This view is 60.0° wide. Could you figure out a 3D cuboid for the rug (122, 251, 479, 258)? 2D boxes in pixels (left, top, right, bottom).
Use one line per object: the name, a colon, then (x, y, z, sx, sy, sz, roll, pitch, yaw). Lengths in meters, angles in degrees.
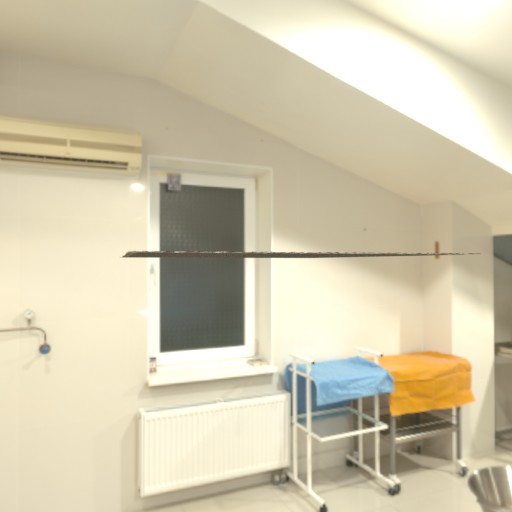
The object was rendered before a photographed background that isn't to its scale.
rug: (0.000, 0.000, 4.170, 2.438, 0.010, 3.048, 0, -1, -18)
